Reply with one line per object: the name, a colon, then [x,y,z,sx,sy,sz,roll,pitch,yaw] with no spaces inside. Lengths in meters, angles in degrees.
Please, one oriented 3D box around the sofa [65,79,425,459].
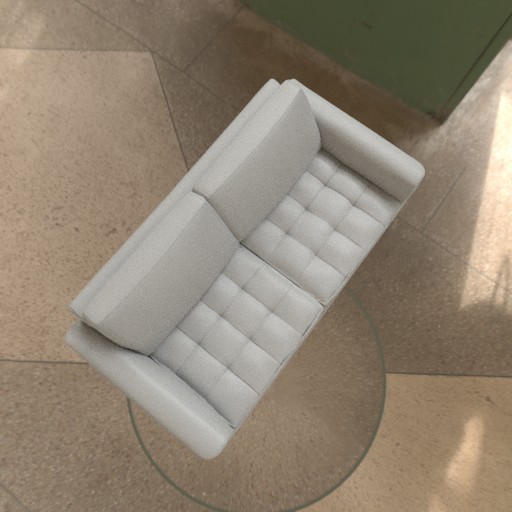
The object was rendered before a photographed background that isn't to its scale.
sofa: [0.000,0.000,2.735,1.121,0.930,2.177,37,78,9]
